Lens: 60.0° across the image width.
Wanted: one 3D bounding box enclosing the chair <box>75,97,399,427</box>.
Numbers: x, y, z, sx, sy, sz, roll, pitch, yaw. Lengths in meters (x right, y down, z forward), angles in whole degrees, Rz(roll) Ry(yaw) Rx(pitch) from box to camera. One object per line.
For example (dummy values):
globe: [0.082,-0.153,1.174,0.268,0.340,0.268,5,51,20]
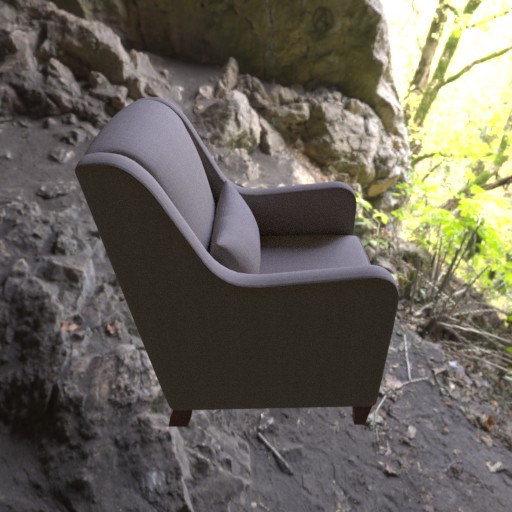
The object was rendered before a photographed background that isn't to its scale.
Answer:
chair: [0.000,0.000,1.610,0.890,1.017,0.715,0,32,0]
